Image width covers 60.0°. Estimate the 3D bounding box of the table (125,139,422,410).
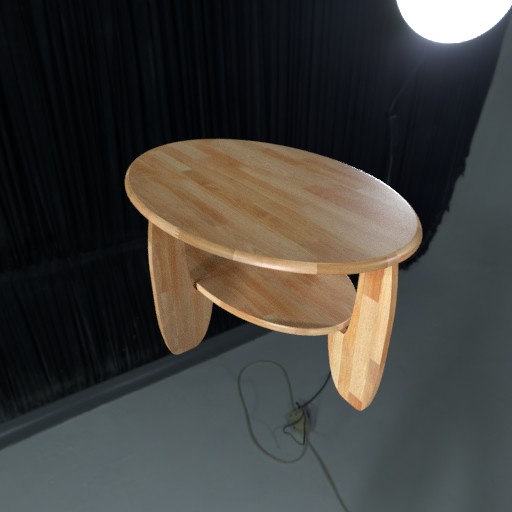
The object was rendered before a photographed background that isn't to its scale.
[{"bbox_3d":[0.000,0.000,1.397,0.690,0.490,1.040,-20,36,-30],"label":"table"}]
